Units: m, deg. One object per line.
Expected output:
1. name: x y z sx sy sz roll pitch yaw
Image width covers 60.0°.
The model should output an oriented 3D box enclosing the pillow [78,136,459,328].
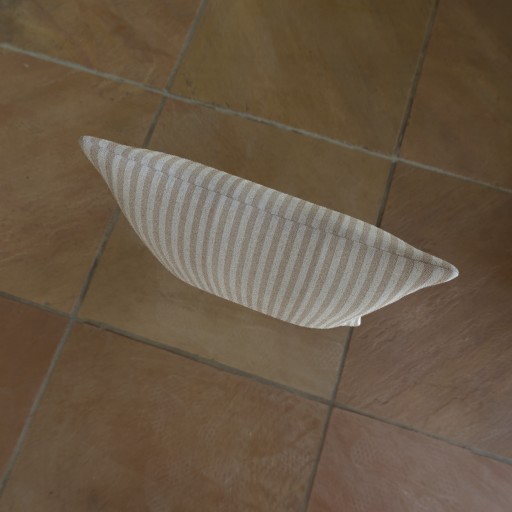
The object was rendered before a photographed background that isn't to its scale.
1. pillow: 0.000 0.000 0.804 0.523 0.510 0.166 20 76 5
